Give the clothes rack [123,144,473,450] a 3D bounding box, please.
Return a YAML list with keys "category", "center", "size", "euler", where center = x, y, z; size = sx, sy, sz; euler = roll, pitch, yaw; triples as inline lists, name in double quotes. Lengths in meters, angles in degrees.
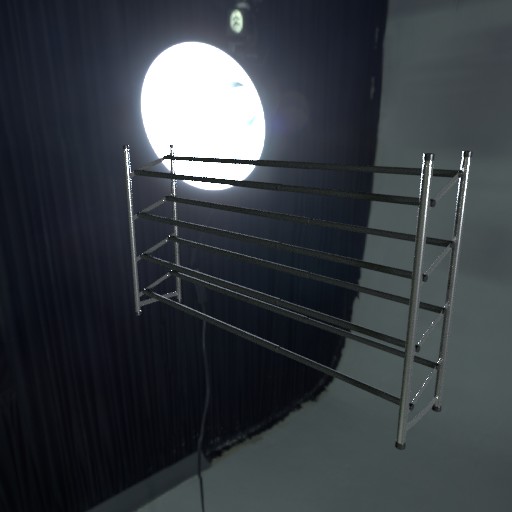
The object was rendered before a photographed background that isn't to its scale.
- category: "clothes rack"
  center: [0.000, 0.000, 1.409]
  size: [1.168, 0.672, 0.229]
  euler: [14, 21, 42]
